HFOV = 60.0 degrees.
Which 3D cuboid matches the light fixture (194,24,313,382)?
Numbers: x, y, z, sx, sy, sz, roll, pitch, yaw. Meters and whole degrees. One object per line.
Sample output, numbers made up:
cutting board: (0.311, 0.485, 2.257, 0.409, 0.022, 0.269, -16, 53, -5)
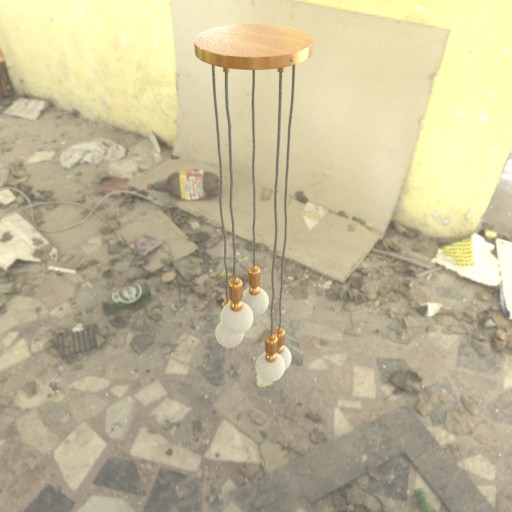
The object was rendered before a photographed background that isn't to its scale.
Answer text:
light fixture: (0.000, 0.000, 0.504, 0.108, 0.457, 0.105, -26, 47, -27)
